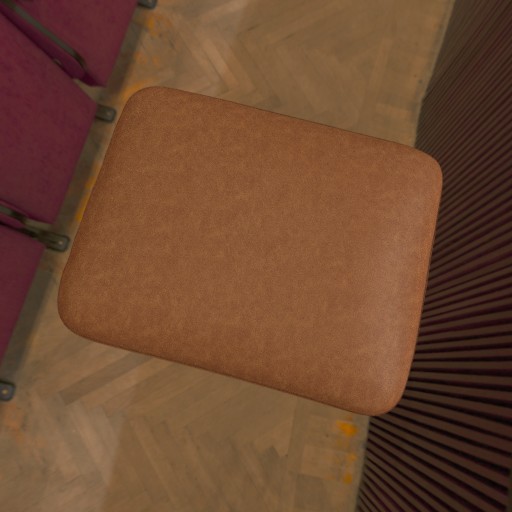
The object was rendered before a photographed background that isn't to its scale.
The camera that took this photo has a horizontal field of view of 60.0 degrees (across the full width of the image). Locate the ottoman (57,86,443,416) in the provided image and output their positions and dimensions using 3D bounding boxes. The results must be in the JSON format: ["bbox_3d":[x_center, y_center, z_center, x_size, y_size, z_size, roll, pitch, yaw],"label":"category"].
[{"bbox_3d":[0.000,0.000,1.107,0.747,0.478,0.593,14,77,3],"label":"ottoman"}]
